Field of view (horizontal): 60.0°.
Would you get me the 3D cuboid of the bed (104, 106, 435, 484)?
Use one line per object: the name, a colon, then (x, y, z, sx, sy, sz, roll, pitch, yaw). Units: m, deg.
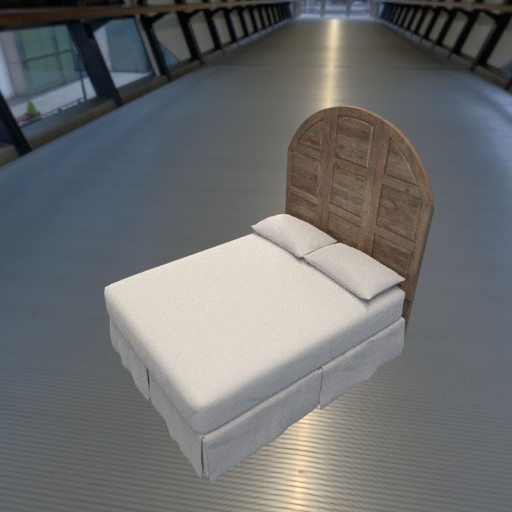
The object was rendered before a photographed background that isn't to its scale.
bed: (0.000, 0.000, 3.500, 2.112, 2.002, 1.713, -21, 37, -31)
